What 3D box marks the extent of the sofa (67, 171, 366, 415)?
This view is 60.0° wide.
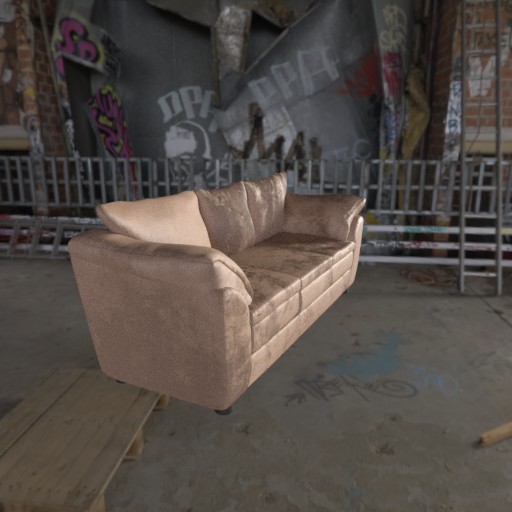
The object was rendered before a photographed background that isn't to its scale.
[{"bbox_3d":[0.000,0.000,2.934,0.893,0.981,2.377,7,16,26],"label":"sofa"}]
